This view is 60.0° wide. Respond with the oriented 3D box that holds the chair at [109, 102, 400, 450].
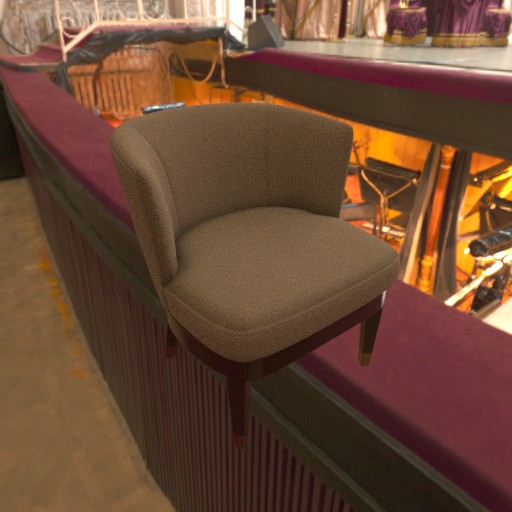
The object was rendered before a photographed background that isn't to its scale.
[{"bbox_3d":[0.000,0.000,1.294,0.700,0.760,0.660,-21,35,-34],"label":"chair"}]
